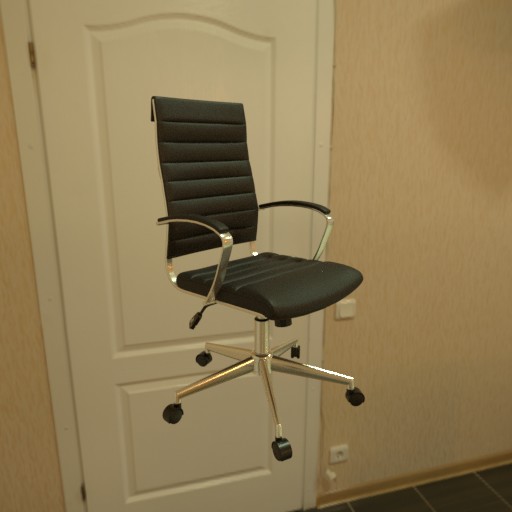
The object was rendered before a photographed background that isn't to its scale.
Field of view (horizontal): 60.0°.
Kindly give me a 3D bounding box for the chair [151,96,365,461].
[{"bbox_3d":[0.000,0.000,1.665,0.766,1.149,0.739,-14,20,-43],"label":"chair"}]
